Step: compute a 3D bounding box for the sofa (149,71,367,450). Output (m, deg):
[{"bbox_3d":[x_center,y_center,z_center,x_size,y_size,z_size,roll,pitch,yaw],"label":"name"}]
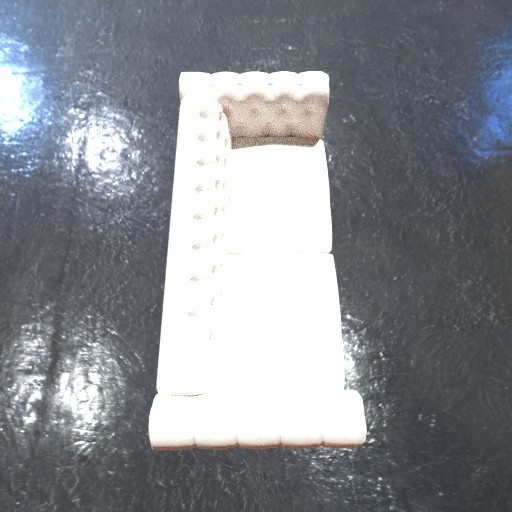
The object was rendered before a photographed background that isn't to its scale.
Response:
[{"bbox_3d":[0.000,0.000,2.225,0.771,0.796,1.798,0,65,0],"label":"sofa"}]
